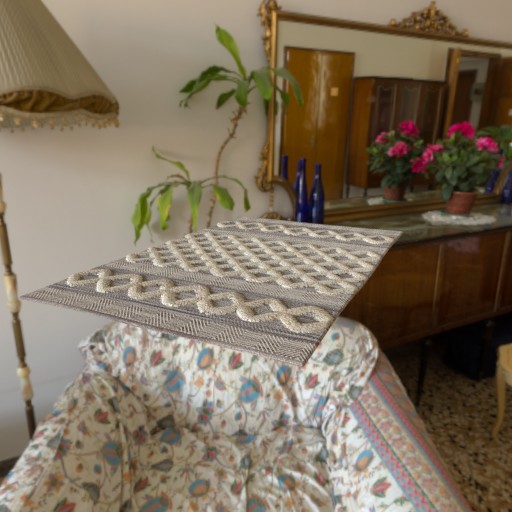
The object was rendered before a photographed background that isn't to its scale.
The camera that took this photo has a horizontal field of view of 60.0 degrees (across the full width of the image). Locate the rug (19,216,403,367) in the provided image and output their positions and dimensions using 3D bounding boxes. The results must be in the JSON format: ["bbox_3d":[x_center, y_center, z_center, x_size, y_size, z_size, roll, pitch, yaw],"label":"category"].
[{"bbox_3d":[0.000,0.000,2.891,1.513,0.033,2.333,8,18,25],"label":"rug"}]
